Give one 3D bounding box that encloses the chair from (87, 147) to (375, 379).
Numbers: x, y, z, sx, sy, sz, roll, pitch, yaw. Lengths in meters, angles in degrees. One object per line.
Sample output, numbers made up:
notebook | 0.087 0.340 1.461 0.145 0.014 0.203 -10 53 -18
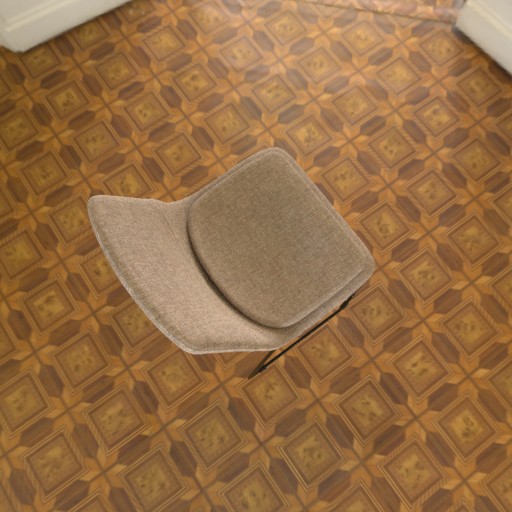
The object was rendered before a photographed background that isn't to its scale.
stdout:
chair | 0.000 0.000 1.125 0.518 0.858 0.479 -35 78 -9
